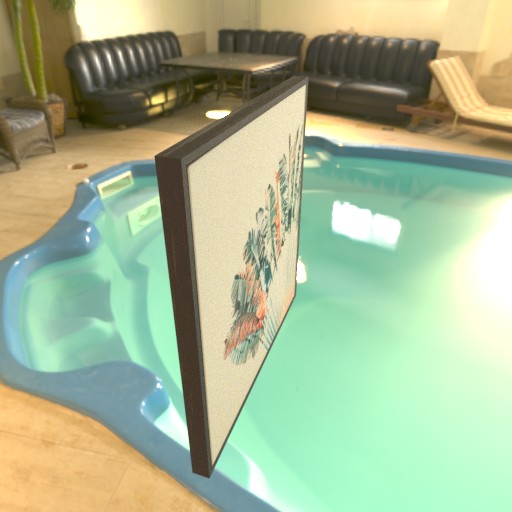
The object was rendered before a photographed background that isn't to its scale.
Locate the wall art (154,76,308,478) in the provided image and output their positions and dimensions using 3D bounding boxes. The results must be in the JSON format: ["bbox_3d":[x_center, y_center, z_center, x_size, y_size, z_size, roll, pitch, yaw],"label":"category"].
[{"bbox_3d":[0.000,0.000,1.143,0.043,0.758,0.762,10,32,17],"label":"wall art"}]
